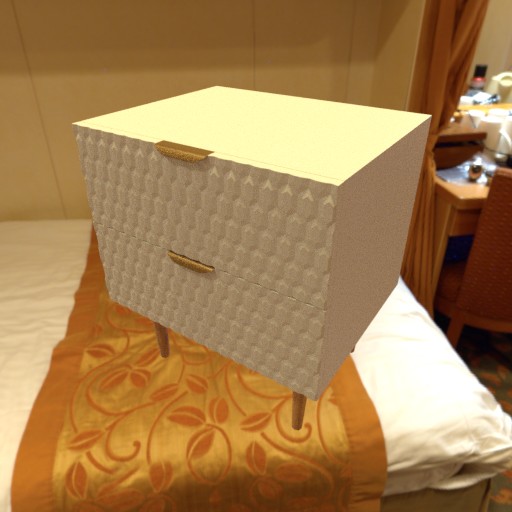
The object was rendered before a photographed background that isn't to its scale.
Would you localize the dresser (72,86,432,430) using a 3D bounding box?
[{"bbox_3d":[0.000,0.000,0.936,0.503,0.568,0.414,19,36,28],"label":"dresser"}]
